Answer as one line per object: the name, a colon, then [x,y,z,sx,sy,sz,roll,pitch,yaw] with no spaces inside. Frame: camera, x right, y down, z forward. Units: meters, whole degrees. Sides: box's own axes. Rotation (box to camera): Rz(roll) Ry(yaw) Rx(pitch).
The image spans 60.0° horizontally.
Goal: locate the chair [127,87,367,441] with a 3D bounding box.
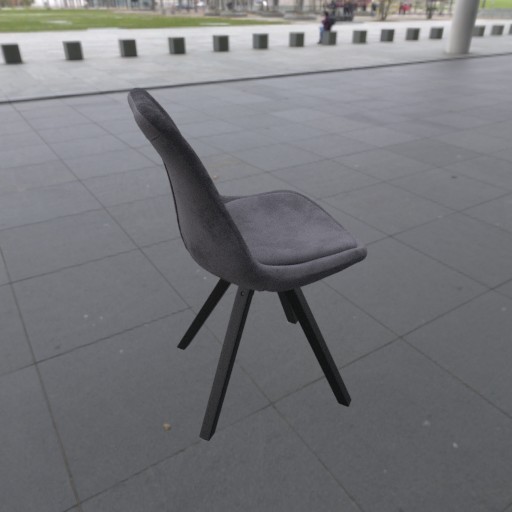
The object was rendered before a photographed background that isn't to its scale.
chair: [0.000,0.000,1.200,0.550,0.850,0.485,-9,31,-16]
